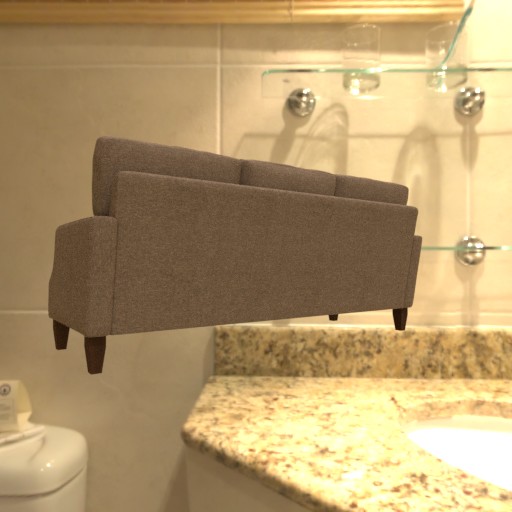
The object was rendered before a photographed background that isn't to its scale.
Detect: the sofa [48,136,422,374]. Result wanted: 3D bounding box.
[{"bbox_3d":[0.000,0.000,2.617,2.115,0.984,0.888,1,-1,-36],"label":"sofa"}]
